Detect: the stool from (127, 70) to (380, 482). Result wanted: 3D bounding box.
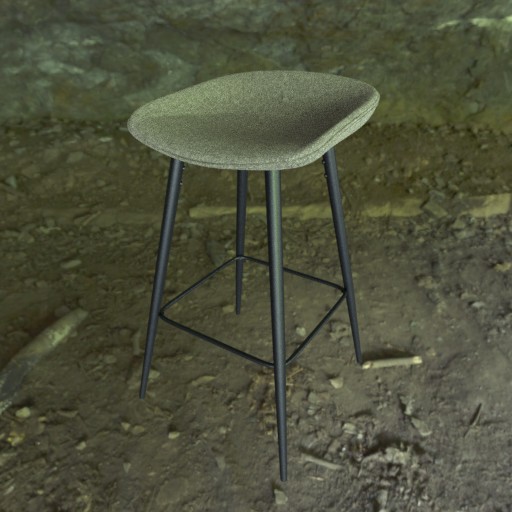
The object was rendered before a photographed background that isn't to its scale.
[{"bbox_3d":[0.000,0.000,1.097,0.469,0.814,0.480,17,33,28],"label":"stool"}]
